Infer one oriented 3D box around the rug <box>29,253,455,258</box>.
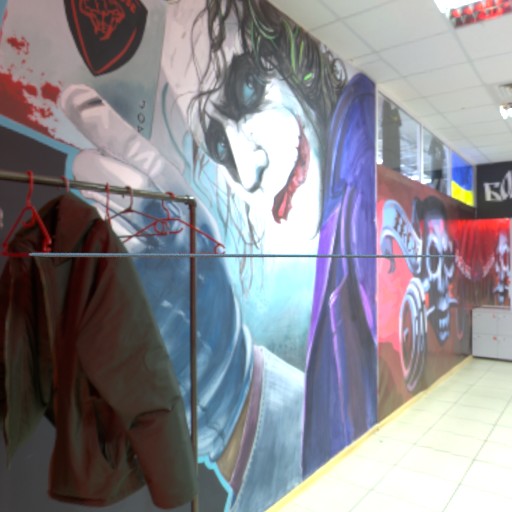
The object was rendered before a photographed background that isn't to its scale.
[{"bbox_3d":[0.000,0.000,2.476,2.196,0.011,0.662,0,-1,-20],"label":"rug"}]
